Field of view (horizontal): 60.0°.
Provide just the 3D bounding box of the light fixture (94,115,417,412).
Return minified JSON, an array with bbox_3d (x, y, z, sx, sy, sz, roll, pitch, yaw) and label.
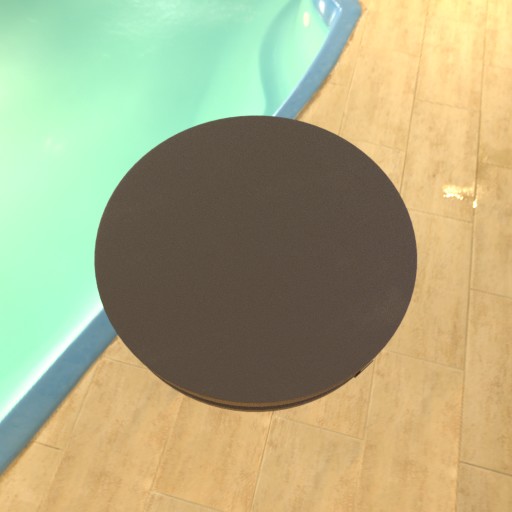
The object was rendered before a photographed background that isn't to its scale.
[{"bbox_3d":[0.000,0.000,0.536,0.356,0.102,0.356,0,64,0],"label":"light fixture"}]
